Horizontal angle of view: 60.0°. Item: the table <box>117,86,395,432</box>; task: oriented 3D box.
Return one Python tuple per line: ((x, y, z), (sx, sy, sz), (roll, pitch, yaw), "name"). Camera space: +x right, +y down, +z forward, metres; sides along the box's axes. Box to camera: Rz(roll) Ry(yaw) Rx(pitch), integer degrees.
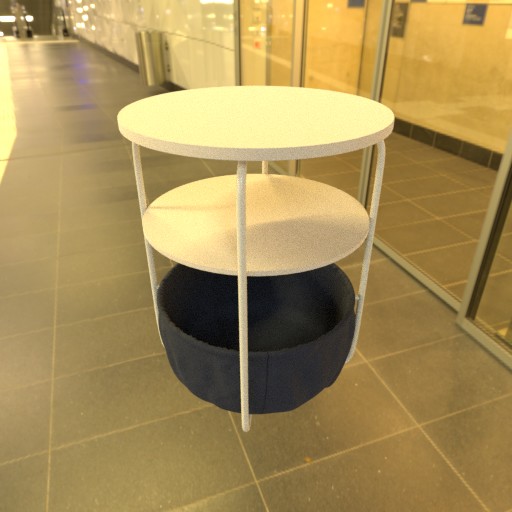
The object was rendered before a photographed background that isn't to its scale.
((0.000, 0.000, 0.826), (0.418, 0.532, 0.418), (-23, 37, -33), "table")
